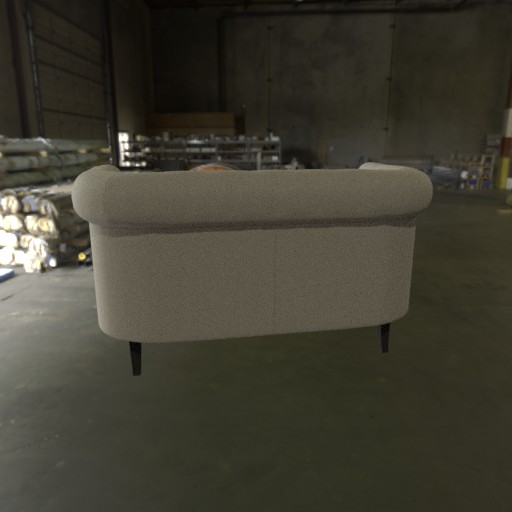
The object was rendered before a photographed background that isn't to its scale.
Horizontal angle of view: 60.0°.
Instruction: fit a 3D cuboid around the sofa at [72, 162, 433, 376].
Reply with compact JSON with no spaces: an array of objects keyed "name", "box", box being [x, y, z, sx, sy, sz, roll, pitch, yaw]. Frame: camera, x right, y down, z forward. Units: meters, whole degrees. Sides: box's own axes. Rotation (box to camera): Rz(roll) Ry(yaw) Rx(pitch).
[{"name":"sofa","box":[0.000,0.000,2.065,1.558,0.827,0.835,-3,15,-10]}]
